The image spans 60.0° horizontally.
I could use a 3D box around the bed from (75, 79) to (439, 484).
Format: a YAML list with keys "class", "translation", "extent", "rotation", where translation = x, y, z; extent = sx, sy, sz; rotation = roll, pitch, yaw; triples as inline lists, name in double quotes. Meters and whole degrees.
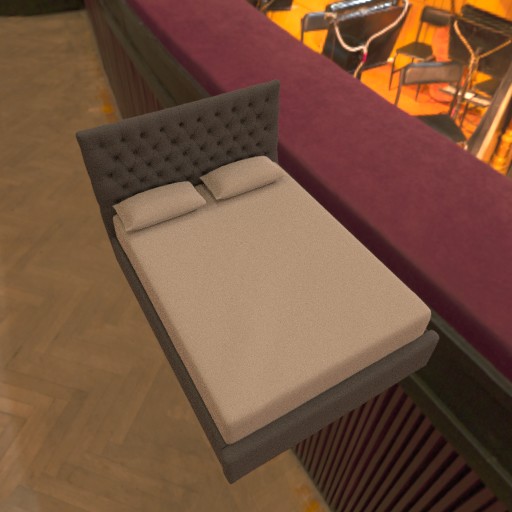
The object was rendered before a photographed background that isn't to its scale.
- class: "bed"
  translation: [0.000, 0.000, 3.253]
  extent: [1.698, 1.427, 2.231]
  rotation: [-23, 50, -20]
